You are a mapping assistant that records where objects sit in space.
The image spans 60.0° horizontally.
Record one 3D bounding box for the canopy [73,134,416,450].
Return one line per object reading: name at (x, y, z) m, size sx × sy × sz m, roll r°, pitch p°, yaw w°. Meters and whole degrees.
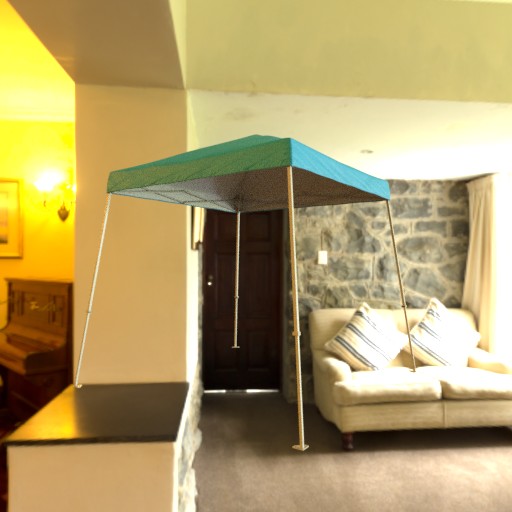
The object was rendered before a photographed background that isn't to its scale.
canopy at (0.000, 0.000, 5.174) m, size 2.849 × 2.850 × 2.850 m, roll -1°, pitch -1°, yaw 35°
